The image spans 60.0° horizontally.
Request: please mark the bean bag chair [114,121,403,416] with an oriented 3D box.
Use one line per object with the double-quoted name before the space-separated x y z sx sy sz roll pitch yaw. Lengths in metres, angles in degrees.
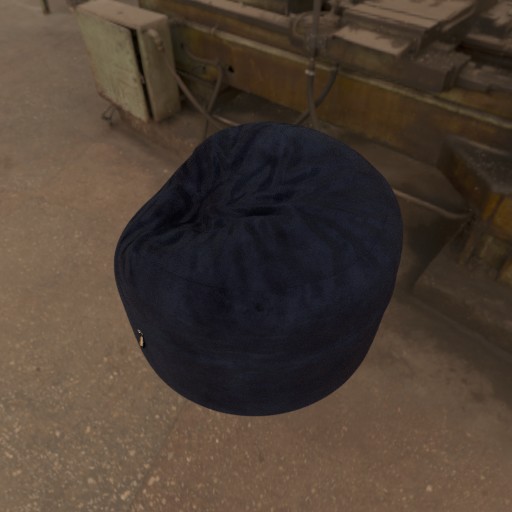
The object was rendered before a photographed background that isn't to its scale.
"bean bag chair" 0.000 0.000 1.501 0.918 0.616 0.918 0 46 0
